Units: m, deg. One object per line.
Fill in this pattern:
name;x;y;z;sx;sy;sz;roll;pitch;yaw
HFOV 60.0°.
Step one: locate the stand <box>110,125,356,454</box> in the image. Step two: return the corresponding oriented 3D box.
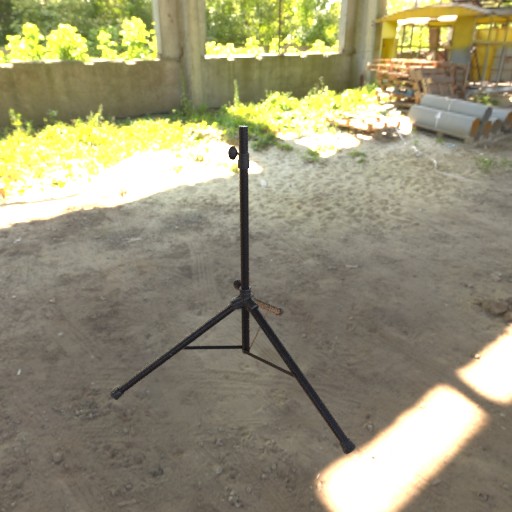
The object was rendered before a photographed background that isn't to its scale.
stand;0.000;0.000;1.917;1.045;1.136;0.907;8;26;16
